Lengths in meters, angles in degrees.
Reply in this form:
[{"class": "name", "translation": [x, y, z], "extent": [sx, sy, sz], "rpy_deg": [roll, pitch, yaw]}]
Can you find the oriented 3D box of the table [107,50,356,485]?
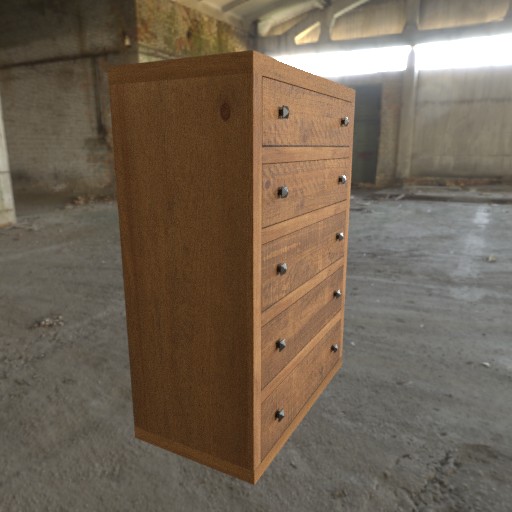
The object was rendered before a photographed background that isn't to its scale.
[{"class": "table", "translation": [0.000, 0.000, 1.738], "extent": [0.524, 1.294, 0.901], "rpy_deg": [7, 16, 27]}]
